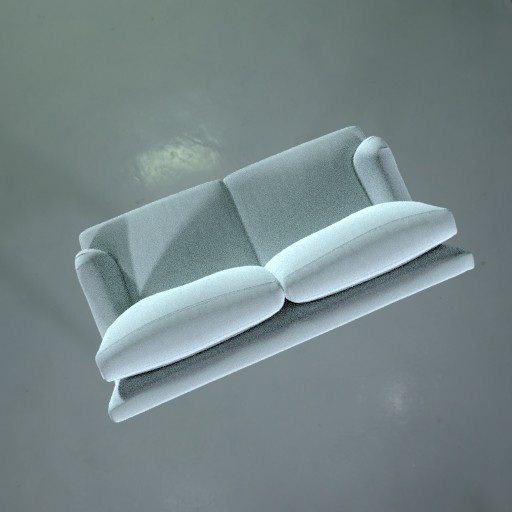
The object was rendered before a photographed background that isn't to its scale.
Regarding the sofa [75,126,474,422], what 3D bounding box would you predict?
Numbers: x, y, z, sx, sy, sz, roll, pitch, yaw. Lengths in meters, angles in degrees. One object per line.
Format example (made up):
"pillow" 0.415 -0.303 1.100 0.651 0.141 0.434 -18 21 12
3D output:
"sofa" 0.000 0.000 2.515 1.853 1.101 1.084 -22 78 -5
